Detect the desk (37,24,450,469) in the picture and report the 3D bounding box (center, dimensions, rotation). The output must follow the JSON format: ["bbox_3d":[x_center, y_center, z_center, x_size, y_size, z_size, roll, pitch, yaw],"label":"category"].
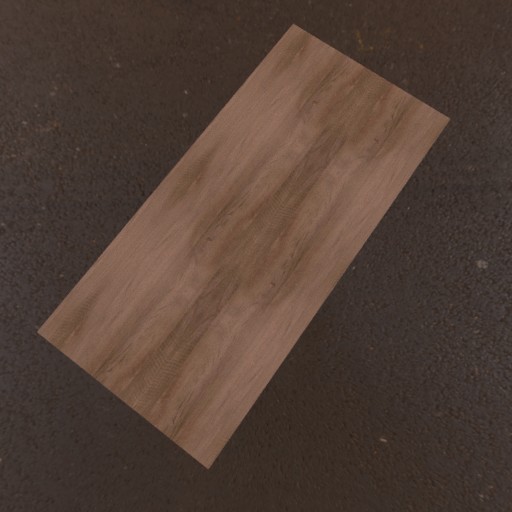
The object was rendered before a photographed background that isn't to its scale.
[{"bbox_3d":[0.000,0.000,1.378,0.491,0.723,0.979,35,79,8],"label":"desk"}]
